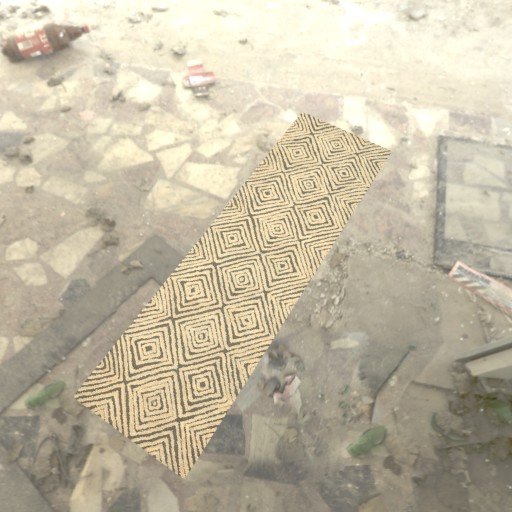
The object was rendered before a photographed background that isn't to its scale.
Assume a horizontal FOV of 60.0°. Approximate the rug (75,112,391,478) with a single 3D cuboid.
[{"bbox_3d":[0.000,0.000,2.537,0.676,0.008,2.277,29,65,15],"label":"rug"}]
